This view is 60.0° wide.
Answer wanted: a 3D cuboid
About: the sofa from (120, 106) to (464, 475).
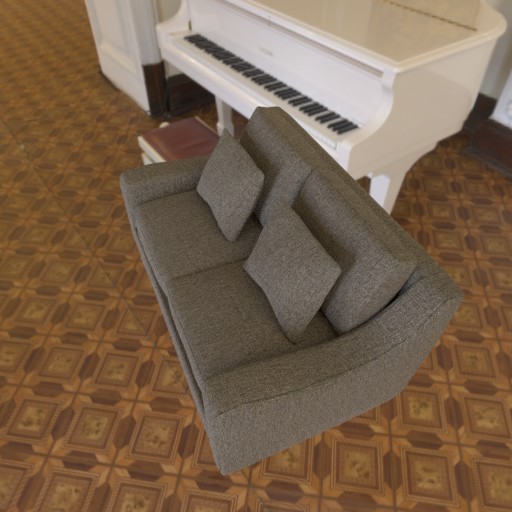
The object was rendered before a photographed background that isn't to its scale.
[{"bbox_3d":[0.000,0.000,2.426,1.120,0.991,1.778,-18,48,-16],"label":"sofa"}]
